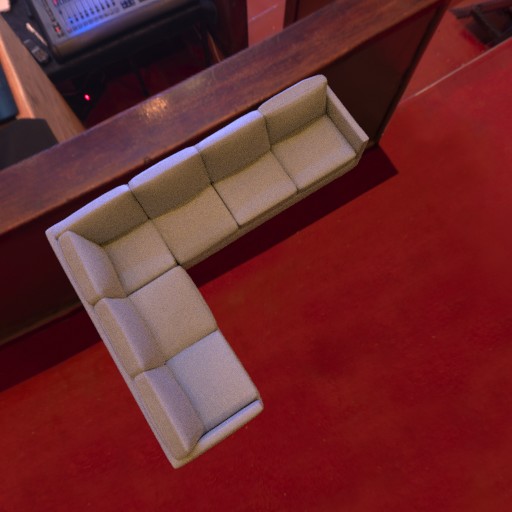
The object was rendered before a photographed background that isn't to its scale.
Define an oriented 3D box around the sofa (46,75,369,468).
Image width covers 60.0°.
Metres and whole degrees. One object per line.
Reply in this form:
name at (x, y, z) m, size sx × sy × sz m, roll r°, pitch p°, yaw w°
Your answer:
sofa at (0.000, 0.000, 4.494) m, size 3.301 × 0.947 × 2.592 m, roll -32°, pitch 78°, yaw -8°
